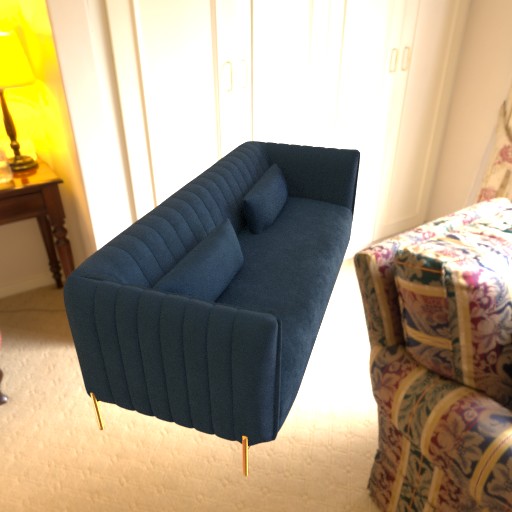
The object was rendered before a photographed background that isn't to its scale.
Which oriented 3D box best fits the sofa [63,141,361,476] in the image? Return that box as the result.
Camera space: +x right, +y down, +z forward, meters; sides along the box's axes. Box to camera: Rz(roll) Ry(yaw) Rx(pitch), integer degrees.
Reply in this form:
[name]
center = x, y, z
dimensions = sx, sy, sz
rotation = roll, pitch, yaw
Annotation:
[sofa]
center = 0.000, 0.000, 2.548
dimensions = 0.896, 0.793, 2.136
rotation = 10, 31, 16
